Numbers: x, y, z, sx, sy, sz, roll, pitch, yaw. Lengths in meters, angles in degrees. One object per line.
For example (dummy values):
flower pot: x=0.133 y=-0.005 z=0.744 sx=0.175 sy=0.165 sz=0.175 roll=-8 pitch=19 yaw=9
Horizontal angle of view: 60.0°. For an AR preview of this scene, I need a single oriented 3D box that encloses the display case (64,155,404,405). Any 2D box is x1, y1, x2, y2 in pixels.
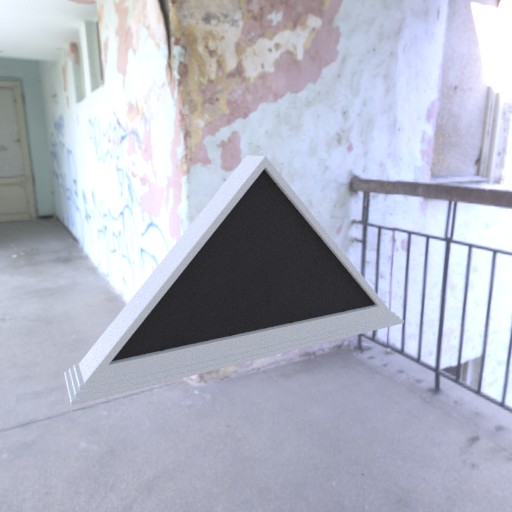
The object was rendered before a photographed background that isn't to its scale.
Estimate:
display case: x=0.000 y=0.000 z=0.770 sx=0.640 sy=0.340 sz=0.095 roll=-7 pitch=16 yaw=-27
